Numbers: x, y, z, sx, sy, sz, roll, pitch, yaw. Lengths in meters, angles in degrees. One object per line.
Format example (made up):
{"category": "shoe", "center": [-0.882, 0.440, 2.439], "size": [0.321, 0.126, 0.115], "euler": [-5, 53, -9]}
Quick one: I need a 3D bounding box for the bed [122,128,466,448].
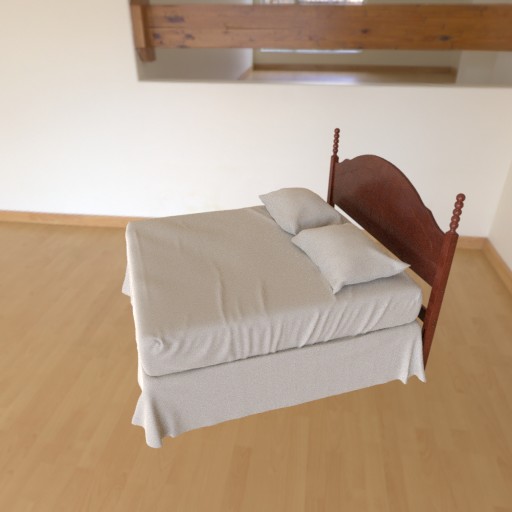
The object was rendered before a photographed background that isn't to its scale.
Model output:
{"category": "bed", "center": [0.000, 0.000, 3.269], "size": [2.040, 1.356, 1.873], "euler": [-9, 31, -15]}
